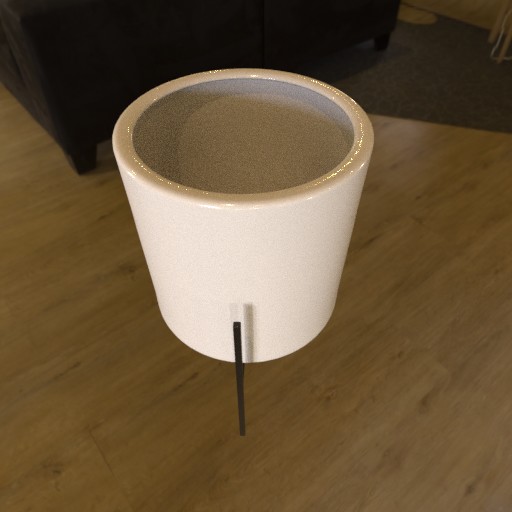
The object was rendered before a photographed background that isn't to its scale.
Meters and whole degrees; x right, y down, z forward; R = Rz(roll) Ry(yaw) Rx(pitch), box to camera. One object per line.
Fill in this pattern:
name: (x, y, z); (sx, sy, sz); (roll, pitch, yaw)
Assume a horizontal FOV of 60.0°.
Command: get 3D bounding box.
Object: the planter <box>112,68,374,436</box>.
planter: (0.000, 0.000, 0.639); (0.308, 0.431, 0.307); (-17, 49, -15)
